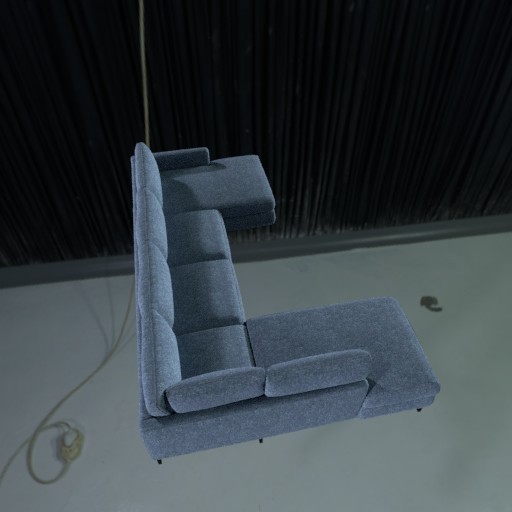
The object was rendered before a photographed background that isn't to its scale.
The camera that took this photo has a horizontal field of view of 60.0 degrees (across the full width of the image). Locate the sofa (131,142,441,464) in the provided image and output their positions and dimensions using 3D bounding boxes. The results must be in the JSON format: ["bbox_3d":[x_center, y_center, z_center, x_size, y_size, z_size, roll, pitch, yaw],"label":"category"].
[{"bbox_3d":[0.000,0.000,3.581,1.879,0.756,2.737,-9,48,-8],"label":"sofa"}]
